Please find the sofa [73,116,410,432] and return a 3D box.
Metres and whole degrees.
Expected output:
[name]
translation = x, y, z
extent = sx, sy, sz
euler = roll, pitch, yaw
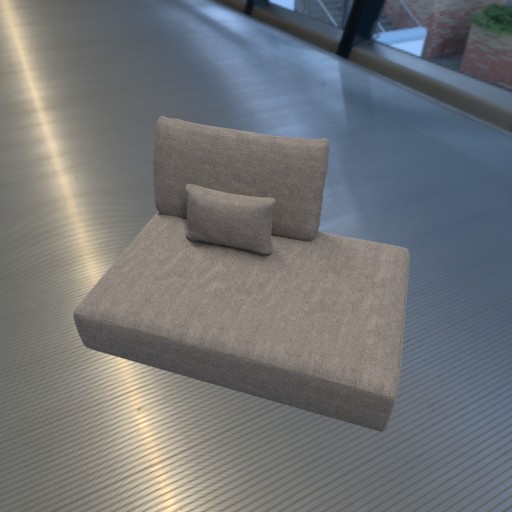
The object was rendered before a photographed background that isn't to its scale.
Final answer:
[sofa]
translation = 0.000, 0.000, 2.089
extent = 1.450, 0.820, 1.002
euler = 12, 42, 13
